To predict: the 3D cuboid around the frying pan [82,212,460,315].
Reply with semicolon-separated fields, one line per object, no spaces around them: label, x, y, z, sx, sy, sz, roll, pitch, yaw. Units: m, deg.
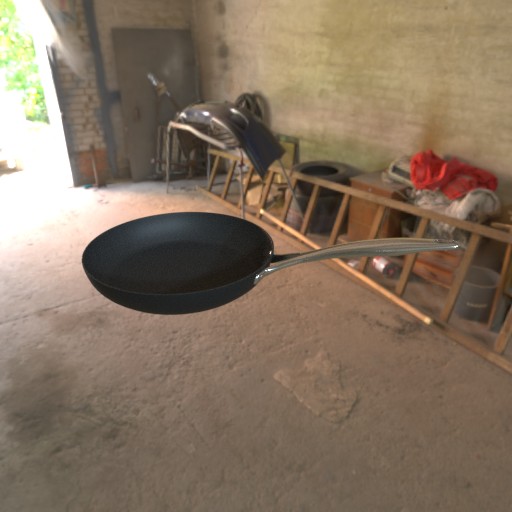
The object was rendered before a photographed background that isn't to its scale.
frying pan;0.000;0.000;0.574;0.472;0.105;0.255;9;28;16
